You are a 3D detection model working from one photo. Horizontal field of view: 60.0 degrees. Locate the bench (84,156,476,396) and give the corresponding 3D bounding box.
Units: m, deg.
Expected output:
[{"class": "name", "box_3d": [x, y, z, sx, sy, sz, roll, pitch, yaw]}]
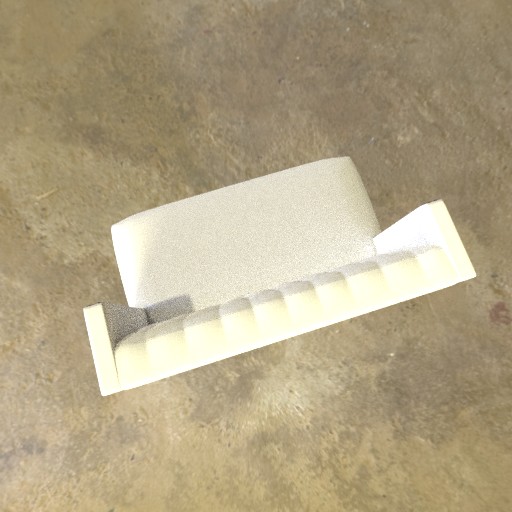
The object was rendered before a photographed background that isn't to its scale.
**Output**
[{"class": "bench", "box_3d": [0.000, 0.000, 2.034, 1.280, 1.123, 0.847, -17, 76, -4]}]
